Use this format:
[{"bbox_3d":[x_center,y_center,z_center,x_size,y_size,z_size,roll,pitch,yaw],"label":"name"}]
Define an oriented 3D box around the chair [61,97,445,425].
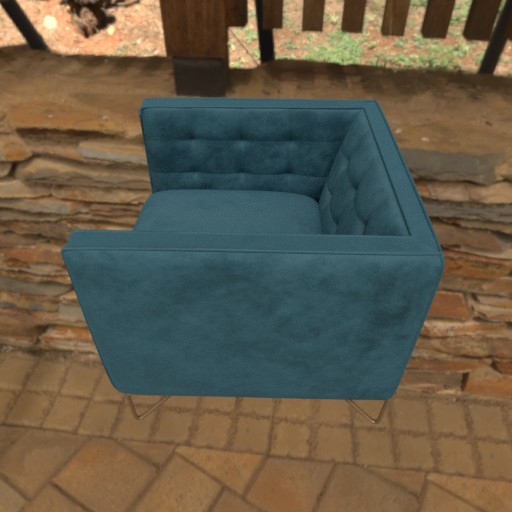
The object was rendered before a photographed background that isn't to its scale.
[{"bbox_3d":[0.000,0.000,1.552,0.894,0.790,0.880,1,42,1],"label":"chair"}]
